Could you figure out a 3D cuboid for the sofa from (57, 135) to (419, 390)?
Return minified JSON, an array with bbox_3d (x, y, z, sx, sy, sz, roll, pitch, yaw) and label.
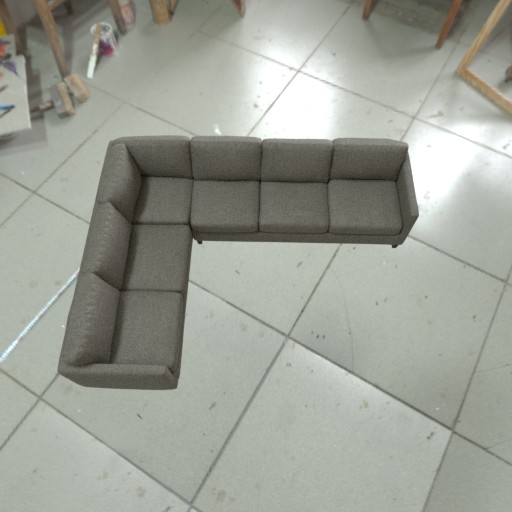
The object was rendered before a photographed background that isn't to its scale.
[{"bbox_3d":[0.000,0.000,4.477,3.302,0.947,2.593,1,63,1],"label":"sofa"}]
